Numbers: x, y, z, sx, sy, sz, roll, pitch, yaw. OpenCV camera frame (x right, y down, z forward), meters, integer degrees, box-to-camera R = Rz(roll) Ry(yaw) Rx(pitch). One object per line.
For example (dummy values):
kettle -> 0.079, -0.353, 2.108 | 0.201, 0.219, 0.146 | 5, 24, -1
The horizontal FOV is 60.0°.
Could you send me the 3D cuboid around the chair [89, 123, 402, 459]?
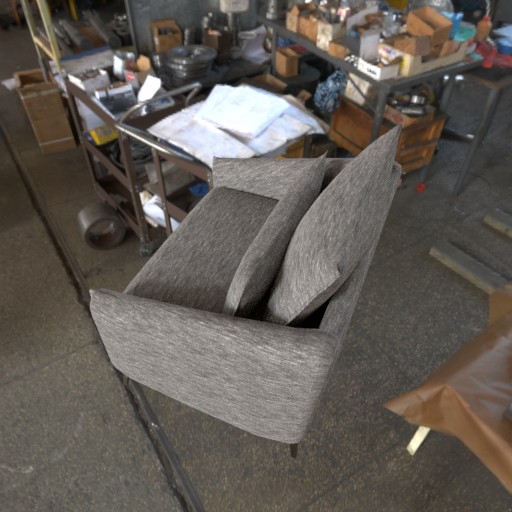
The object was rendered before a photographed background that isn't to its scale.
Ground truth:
chair -> 0.000, 0.000, 1.622 | 0.805, 0.842, 1.004 | 17, 47, 17
